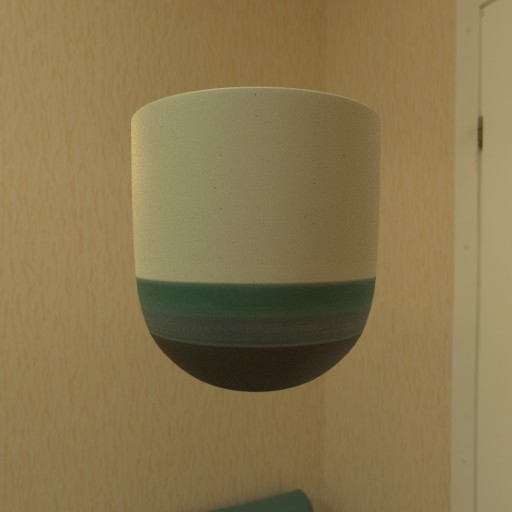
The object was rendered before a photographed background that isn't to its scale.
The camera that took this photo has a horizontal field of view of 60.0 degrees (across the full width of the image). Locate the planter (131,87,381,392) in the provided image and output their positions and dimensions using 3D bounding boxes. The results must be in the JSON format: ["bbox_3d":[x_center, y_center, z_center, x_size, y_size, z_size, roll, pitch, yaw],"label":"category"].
[{"bbox_3d":[0.000,0.000,0.377,0.204,0.214,0.204,0,1,0],"label":"planter"}]
